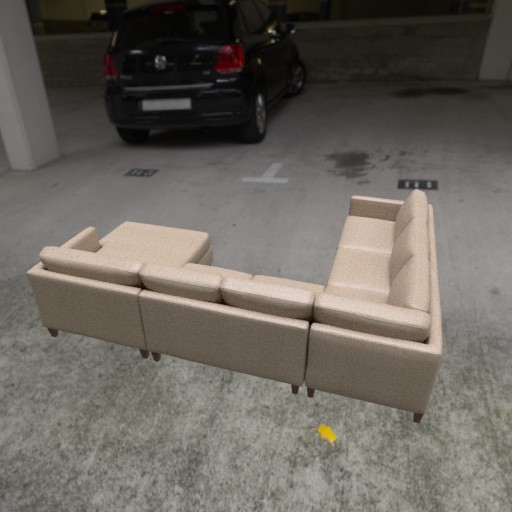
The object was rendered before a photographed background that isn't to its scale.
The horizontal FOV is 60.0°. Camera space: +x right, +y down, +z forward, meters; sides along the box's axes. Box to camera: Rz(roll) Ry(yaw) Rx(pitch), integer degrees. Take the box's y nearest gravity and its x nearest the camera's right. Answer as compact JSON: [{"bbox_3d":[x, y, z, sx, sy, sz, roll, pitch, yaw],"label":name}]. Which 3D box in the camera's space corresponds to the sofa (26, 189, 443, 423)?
[{"bbox_3d":[0.000,0.000,4.590,3.460,0.961,2.594,9,32,15],"label":"sofa"}]
